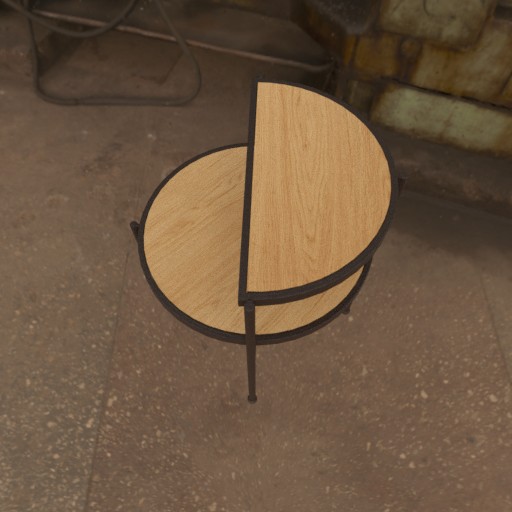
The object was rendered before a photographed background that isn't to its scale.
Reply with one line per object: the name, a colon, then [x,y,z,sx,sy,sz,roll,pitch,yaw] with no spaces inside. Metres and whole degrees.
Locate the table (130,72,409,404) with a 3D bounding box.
table: [0.000,0.000,1.195,0.628,0.684,0.629,2,60,1]
